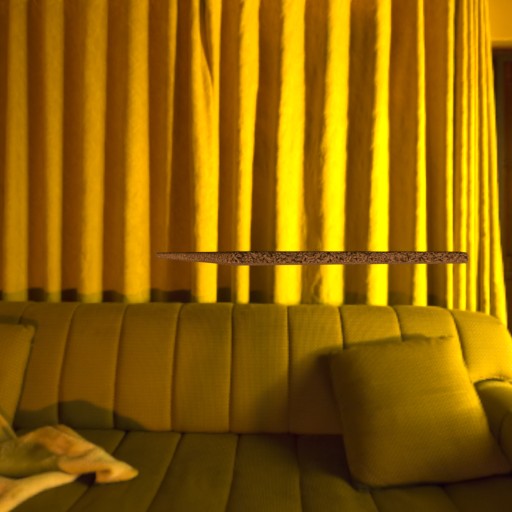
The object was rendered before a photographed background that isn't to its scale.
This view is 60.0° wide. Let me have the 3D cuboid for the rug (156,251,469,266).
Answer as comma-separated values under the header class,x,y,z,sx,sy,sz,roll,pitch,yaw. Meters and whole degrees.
class,x,y,z,sx,sy,sz,roll,pitch,yaw
rug,0.000,0.000,1.717,0.609,0.030,1.524,0,0,-18
